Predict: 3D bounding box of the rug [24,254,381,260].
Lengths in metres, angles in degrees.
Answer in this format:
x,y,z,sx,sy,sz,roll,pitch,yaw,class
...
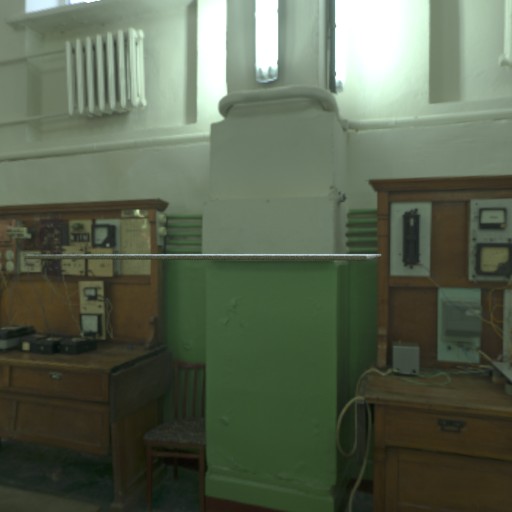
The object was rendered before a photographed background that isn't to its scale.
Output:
x,y,z,sx,sy,sz,roll,pitch,yaw,class
0.000,0.000,2.318,1.222,0.015,1.828,0,0,17,rug
